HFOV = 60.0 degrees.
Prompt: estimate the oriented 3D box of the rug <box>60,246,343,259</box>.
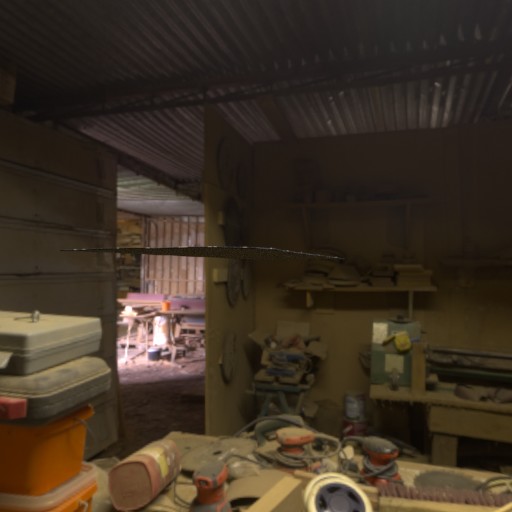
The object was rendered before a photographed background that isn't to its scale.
[{"bbox_3d":[0.000,0.000,2.741,0.807,0.010,2.476,0,-1,18],"label":"rug"}]
